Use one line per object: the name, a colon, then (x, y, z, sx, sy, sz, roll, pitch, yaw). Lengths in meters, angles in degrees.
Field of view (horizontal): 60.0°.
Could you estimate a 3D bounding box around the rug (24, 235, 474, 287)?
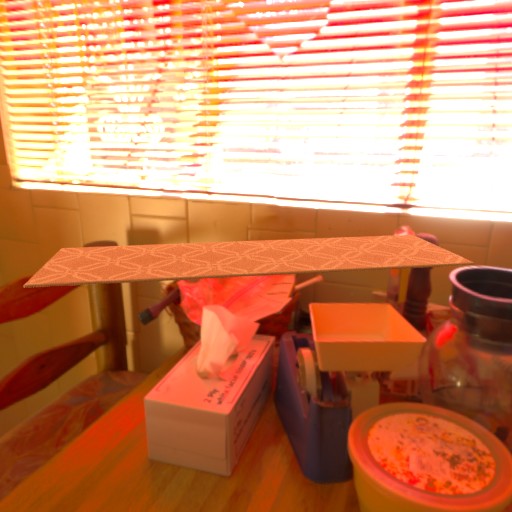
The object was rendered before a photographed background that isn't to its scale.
rug: (0.000, 0.000, 2.530, 2.276, 0.014, 0.678, -2, 16, -9)
